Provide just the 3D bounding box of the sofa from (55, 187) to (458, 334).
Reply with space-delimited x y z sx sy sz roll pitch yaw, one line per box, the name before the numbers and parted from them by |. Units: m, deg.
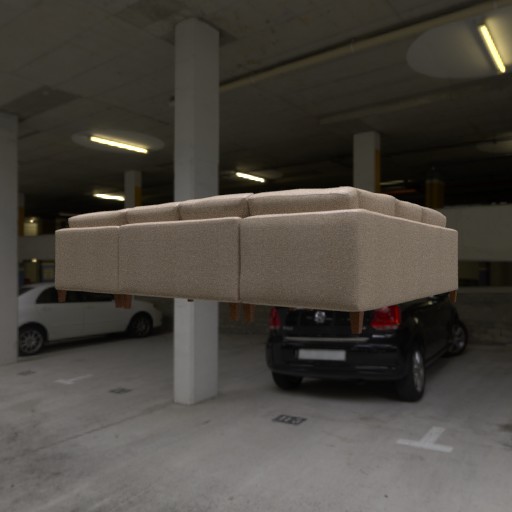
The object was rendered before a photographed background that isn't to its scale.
sofa | 0.000 0.000 4.676 3.460 0.961 2.594 0 0 37
